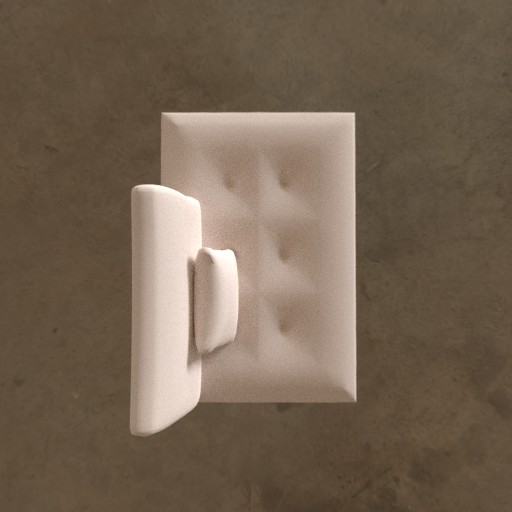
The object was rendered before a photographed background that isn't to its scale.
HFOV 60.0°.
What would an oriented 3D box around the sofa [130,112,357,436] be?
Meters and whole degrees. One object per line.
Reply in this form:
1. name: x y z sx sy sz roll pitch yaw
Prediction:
1. sofa: 0.000 0.000 2.116 1.000 0.820 1.450 0 89 0
